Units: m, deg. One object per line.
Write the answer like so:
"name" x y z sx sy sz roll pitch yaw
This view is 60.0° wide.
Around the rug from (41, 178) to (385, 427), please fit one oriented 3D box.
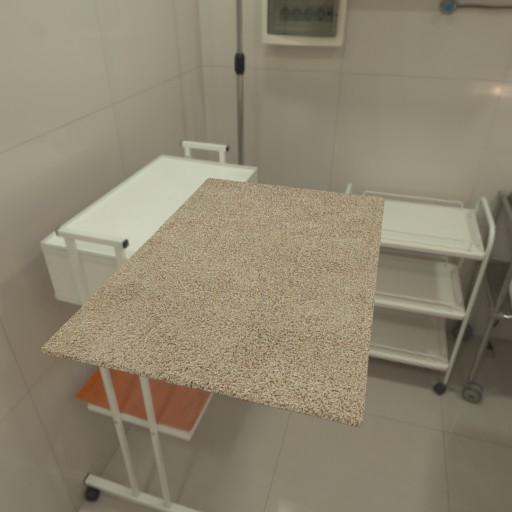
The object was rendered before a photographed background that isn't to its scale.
"rug" 0.000 0.000 2.283 1.219 0.030 1.778 9 33 14
